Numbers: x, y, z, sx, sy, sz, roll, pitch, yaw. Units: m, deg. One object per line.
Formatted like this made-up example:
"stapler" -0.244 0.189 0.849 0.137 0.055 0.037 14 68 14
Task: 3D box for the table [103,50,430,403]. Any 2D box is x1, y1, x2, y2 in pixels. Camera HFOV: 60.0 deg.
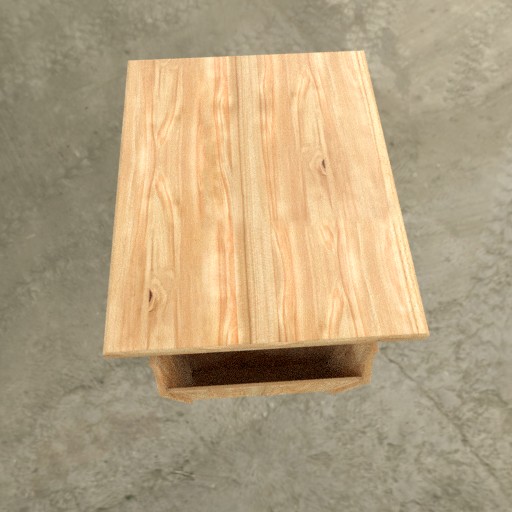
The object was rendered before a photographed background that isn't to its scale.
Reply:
"table" 0.000 0.000 0.842 0.380 0.515 0.530 -3 65 -1
